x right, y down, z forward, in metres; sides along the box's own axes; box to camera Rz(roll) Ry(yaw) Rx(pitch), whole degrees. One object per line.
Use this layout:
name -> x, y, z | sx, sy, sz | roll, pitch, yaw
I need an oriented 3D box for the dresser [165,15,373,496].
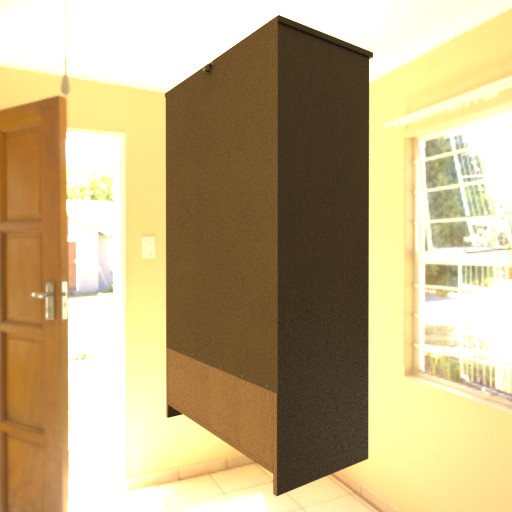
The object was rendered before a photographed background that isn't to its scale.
dresser -> 0.000, 0.000, 1.540 | 0.418, 1.254, 0.704 | 0, 1, -36
